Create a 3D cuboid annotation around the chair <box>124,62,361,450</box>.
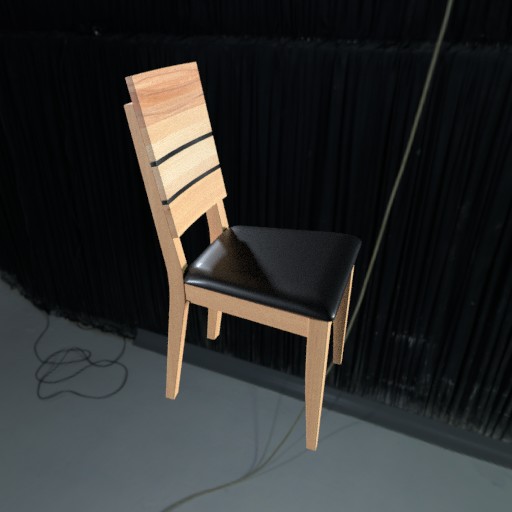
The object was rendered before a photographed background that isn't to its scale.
[{"bbox_3d":[0.000,0.000,1.220,0.520,0.940,0.410,10,31,18],"label":"chair"}]
